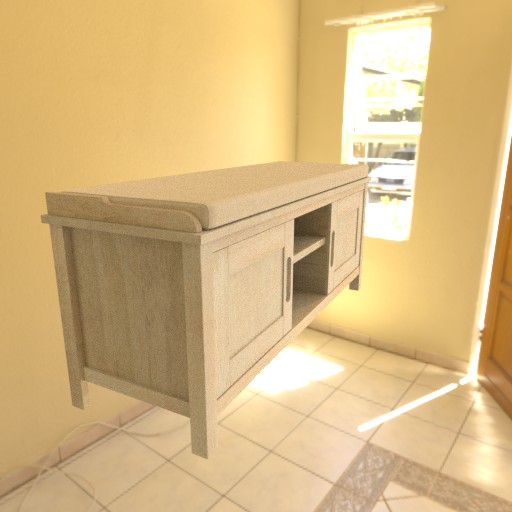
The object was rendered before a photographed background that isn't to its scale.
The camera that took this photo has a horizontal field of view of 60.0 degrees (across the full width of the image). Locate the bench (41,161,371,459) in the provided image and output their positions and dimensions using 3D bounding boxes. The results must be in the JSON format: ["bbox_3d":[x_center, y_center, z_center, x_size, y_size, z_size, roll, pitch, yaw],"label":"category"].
[{"bbox_3d":[0.000,0.000,1.361,0.398,0.501,1.140,8,18,27],"label":"bench"}]
